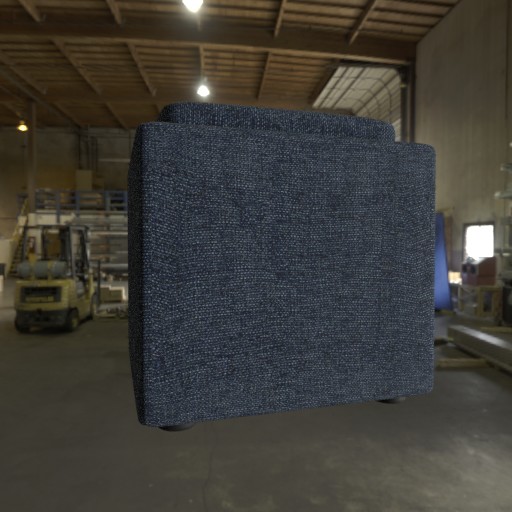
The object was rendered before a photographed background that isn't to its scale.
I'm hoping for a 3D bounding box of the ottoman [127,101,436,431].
[{"bbox_3d":[0.000,0.000,0.825,0.450,0.460,0.450,0,2,-18],"label":"ottoman"}]
